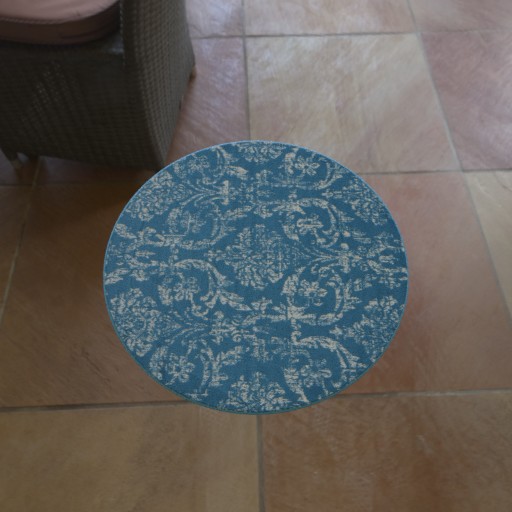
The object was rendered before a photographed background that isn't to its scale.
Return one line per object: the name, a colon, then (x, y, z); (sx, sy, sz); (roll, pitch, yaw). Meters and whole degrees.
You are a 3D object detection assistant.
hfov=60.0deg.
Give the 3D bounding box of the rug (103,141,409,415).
rug: (0.000, 0.000, 2.338); (1.593, 0.012, 1.593); (0, 62, 0)
